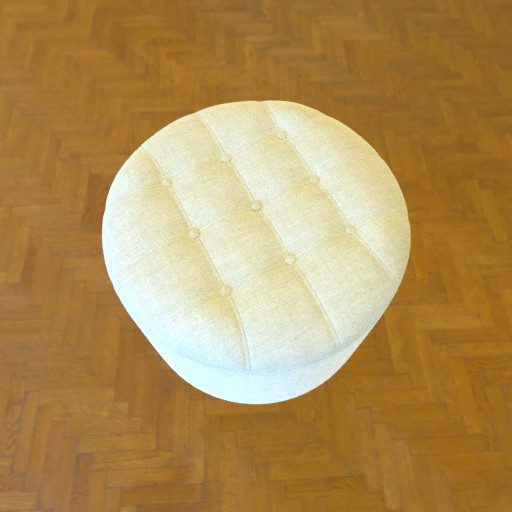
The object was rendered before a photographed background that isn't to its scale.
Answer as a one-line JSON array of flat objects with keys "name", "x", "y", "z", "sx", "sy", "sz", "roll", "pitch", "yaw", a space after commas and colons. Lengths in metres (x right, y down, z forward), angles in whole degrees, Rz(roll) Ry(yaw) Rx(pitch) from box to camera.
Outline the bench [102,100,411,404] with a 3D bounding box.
[{"name": "bench", "x": 0.000, "y": 0.000, "z": 1.021, "sx": 0.600, "sy": 0.453, "sz": 0.600, "roll": 0, "pitch": 63, "yaw": 0}]
